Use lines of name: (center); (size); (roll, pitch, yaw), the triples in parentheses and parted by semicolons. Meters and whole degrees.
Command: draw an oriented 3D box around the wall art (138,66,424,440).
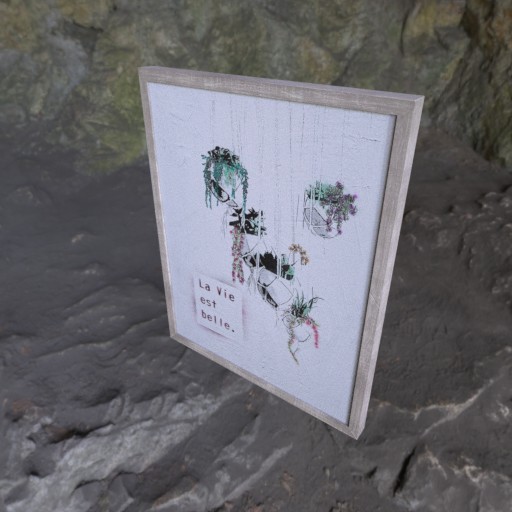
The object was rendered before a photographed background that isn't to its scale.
wall art: (0.000, 0.000, 0.697); (0.421, 0.521, 0.032); (20, 35, 31)
